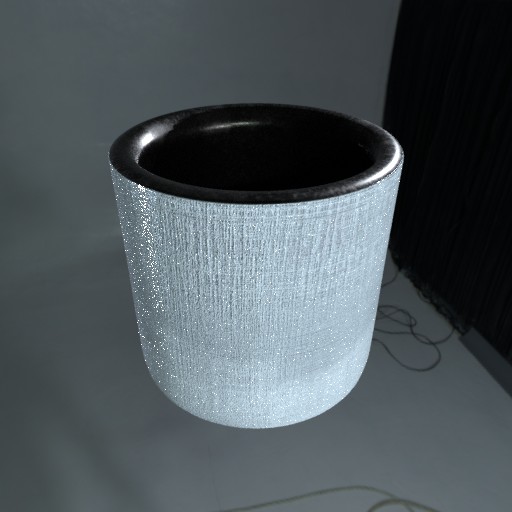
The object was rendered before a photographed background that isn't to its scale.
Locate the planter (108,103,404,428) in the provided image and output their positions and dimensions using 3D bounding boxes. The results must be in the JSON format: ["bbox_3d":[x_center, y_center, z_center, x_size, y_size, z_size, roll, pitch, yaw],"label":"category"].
[{"bbox_3d":[0.000,0.000,0.286,0.160,0.156,0.160,0,33,0],"label":"planter"}]
